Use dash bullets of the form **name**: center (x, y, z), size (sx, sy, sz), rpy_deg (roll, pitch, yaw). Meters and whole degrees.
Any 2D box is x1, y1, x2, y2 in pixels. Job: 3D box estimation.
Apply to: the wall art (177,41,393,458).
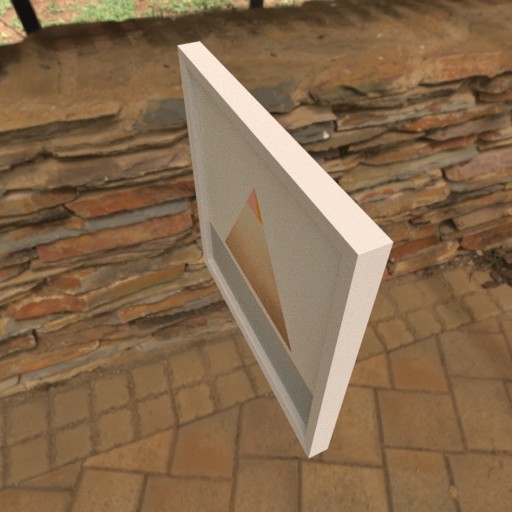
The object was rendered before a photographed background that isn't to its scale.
- **wall art**: center (0.000, 0.000, 1.877), size (0.098, 1.291, 1.289), rpy_deg (-19, 50, -17)
